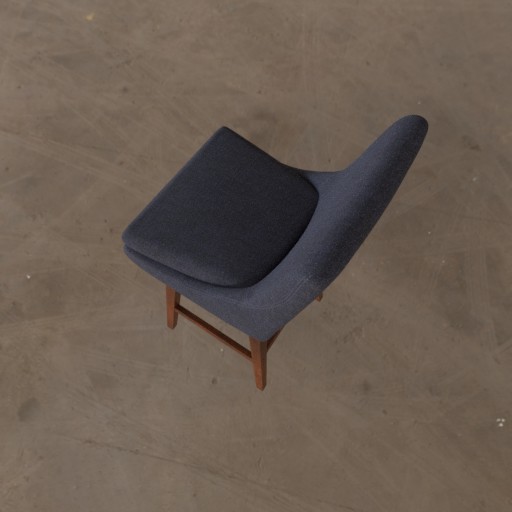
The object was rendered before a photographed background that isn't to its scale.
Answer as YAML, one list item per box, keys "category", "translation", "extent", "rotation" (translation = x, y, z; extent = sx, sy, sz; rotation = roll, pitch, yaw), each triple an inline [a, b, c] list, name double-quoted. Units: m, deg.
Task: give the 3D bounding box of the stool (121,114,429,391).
- category: "stool"
  translation: [0.000, 0.000, 1.323]
  extent: [0.572, 1.068, 0.489]
  rotation: [31, 67, 15]
